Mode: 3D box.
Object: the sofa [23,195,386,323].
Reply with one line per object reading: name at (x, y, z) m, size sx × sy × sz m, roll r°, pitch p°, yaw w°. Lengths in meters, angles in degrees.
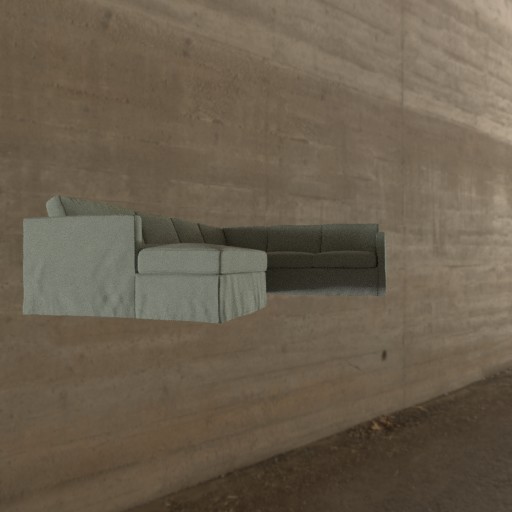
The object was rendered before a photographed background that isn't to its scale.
sofa at (0.000, 0.000, 4.394) m, size 2.440 × 0.869 × 3.434 m, roll 0°, pitch -1°, yaw 18°
